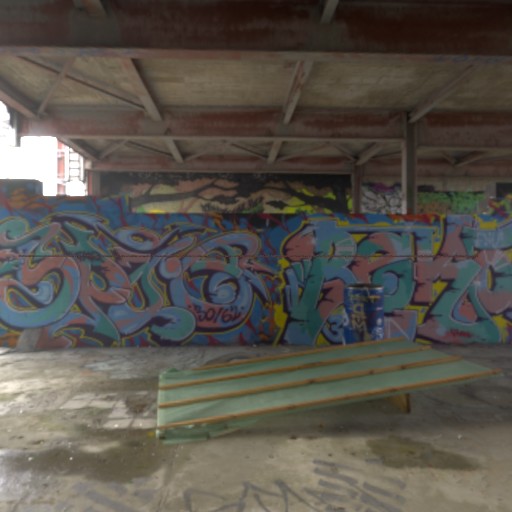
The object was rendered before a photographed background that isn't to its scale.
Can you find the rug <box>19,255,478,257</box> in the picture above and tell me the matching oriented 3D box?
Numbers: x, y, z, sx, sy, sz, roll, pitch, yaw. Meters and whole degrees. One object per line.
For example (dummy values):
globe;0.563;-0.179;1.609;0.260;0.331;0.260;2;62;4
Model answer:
rug;0.000;0.000;2.954;2.438;0.008;1.523;0;0;17
